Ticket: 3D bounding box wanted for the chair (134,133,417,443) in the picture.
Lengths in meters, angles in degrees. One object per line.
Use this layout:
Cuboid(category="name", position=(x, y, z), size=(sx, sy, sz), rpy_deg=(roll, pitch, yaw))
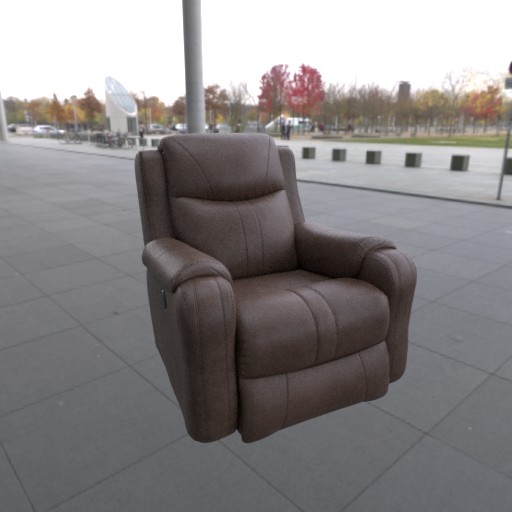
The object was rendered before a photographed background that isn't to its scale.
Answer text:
Cuboid(category="chair", position=(0.000, 0.000, 1.875), size=(0.940, 0.990, 1.067), rpy_deg=(-8, 18, -26))
